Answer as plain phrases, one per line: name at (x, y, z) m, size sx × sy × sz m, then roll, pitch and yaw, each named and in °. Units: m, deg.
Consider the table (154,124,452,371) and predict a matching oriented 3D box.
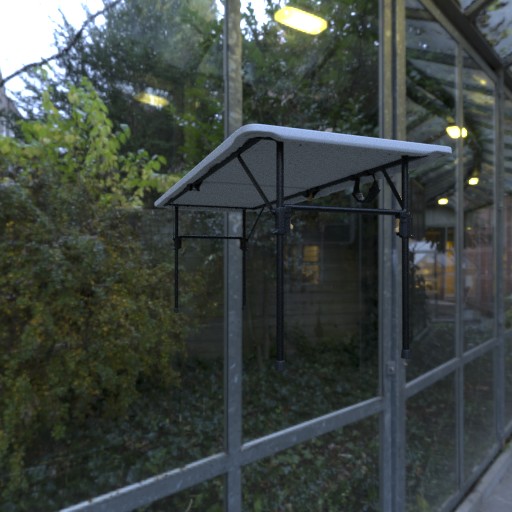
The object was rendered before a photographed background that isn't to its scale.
table at (0.000, 0.000, 2.212) m, size 0.761 × 0.719 × 1.829 m, roll 0°, pitch -1°, yaw -21°
